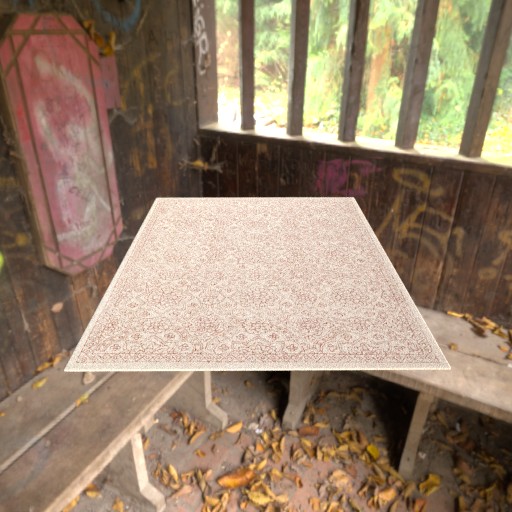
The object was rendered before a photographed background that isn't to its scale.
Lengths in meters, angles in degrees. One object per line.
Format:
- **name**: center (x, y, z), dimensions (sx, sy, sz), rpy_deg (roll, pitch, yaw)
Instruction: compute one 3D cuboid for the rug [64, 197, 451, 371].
- **rug**: center (0.000, 0.000, 4.130), dimensions (2.441, 0.015, 3.050), rpy_deg (0, 28, 0)
